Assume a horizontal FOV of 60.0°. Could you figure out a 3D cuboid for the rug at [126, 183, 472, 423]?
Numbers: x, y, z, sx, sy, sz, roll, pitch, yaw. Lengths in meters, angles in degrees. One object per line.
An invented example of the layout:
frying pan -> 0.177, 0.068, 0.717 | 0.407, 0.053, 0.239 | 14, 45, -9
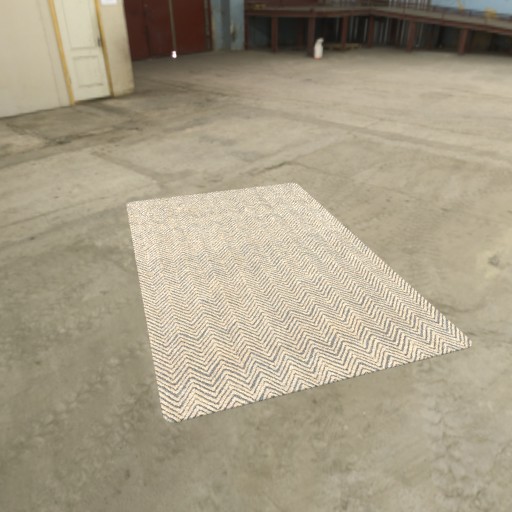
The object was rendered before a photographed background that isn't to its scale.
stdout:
rug -> 0.000, 0.000, 2.204 | 1.144, 0.008, 1.752 | -9, 32, -15
